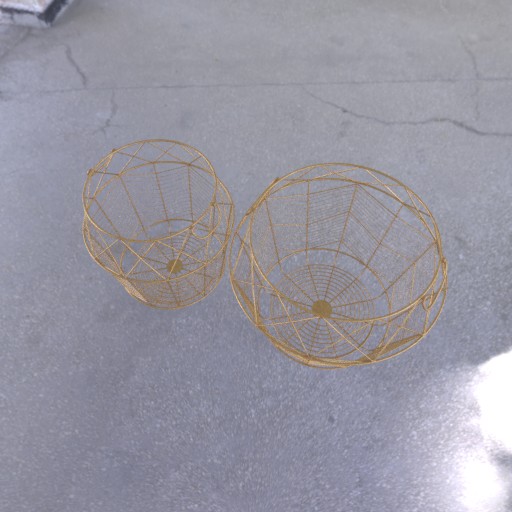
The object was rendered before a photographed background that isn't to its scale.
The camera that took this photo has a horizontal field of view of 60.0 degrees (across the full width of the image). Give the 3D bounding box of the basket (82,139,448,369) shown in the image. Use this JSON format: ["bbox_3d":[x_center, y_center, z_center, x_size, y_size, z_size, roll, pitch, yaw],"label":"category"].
[{"bbox_3d":[0.000,0.000,1.017,0.805,0.343,0.451,16,59,10],"label":"basket"}]
